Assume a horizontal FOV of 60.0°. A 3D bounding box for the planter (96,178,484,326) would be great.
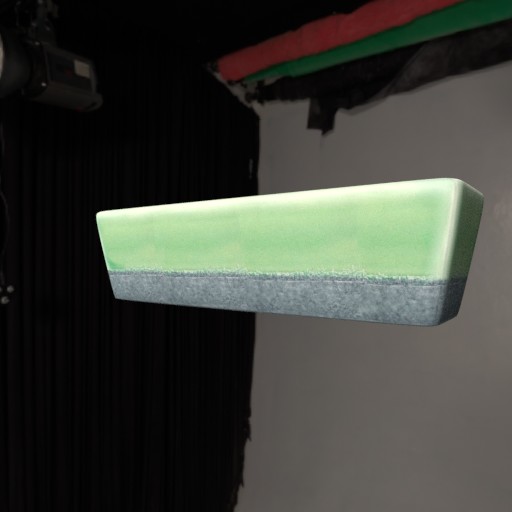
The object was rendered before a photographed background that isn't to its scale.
[{"bbox_3d":[0.000,0.000,0.306,0.275,0.072,0.072,0,0,36],"label":"planter"}]
